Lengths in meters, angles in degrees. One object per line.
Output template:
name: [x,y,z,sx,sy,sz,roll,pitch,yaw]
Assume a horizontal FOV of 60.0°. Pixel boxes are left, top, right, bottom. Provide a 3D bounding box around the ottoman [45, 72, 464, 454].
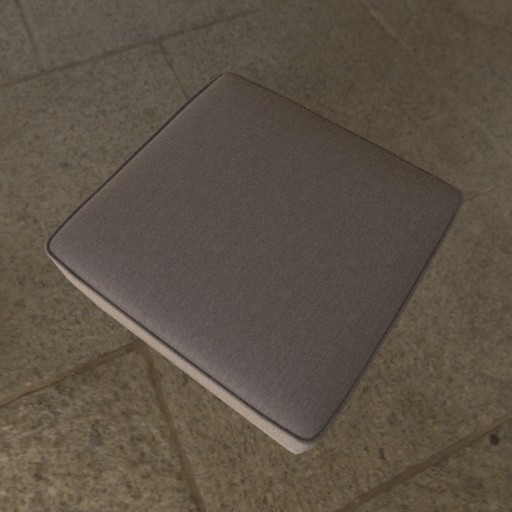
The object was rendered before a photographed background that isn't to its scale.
ottoman: [0.000,0.000,1.360,0.871,0.612,0.808,33,68,15]
